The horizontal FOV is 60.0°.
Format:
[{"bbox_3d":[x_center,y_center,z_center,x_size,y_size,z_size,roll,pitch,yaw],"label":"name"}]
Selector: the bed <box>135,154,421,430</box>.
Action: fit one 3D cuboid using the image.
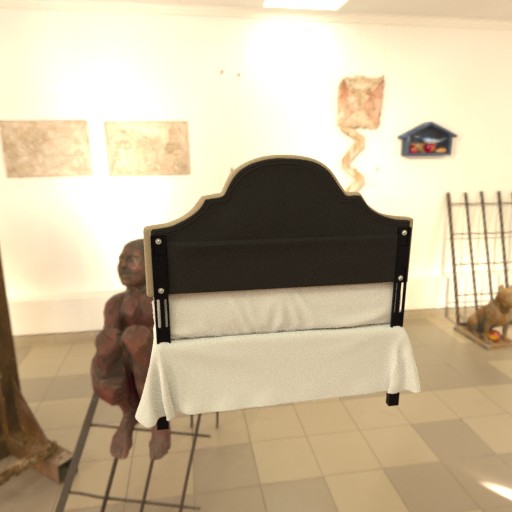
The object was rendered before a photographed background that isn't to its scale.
[{"bbox_3d":[0.000,0.000,3.553,1.780,1.634,2.222,-2,15,-9],"label":"bed"}]
